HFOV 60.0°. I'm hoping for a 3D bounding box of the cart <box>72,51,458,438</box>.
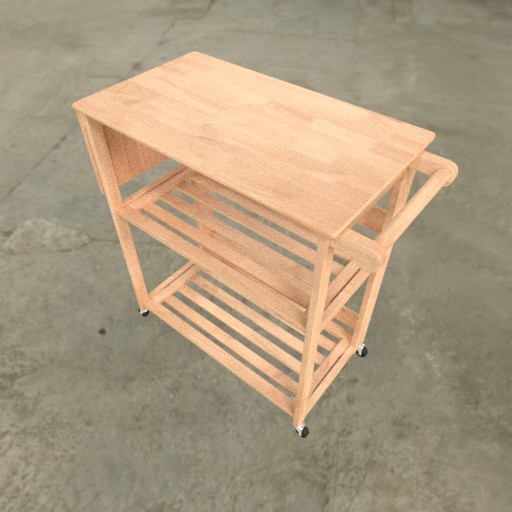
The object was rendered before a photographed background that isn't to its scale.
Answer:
[{"bbox_3d":[0.000,0.000,1.331,0.853,0.879,0.432,30,53,26],"label":"cart"}]
